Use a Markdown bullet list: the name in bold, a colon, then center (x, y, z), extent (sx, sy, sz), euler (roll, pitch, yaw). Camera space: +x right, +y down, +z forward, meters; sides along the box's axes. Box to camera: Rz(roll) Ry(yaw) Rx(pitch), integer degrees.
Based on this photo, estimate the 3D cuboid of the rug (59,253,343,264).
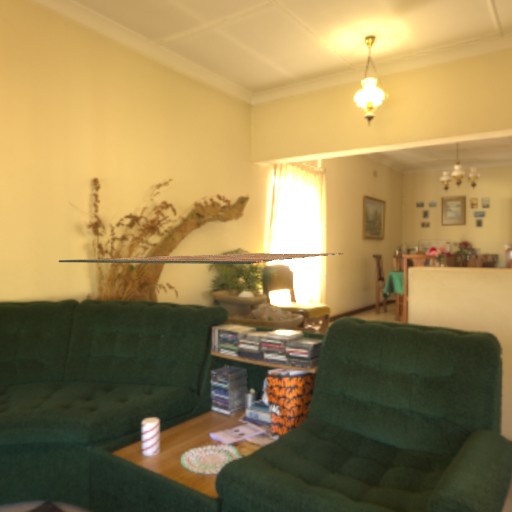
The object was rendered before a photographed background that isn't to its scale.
- **rug**: center (0.000, 0.000, 2.688), extent (0.760, 0.009, 2.440), euler (0, 1, 18)
